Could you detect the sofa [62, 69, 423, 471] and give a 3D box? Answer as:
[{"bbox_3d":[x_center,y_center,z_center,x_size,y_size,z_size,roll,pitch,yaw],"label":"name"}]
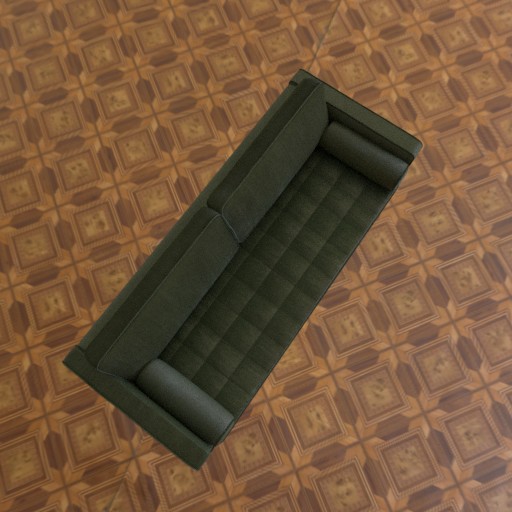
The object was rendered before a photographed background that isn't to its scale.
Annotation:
[{"bbox_3d":[0.000,0.000,2.617,0.918,0.769,2.199,35,78,9],"label":"sofa"}]
